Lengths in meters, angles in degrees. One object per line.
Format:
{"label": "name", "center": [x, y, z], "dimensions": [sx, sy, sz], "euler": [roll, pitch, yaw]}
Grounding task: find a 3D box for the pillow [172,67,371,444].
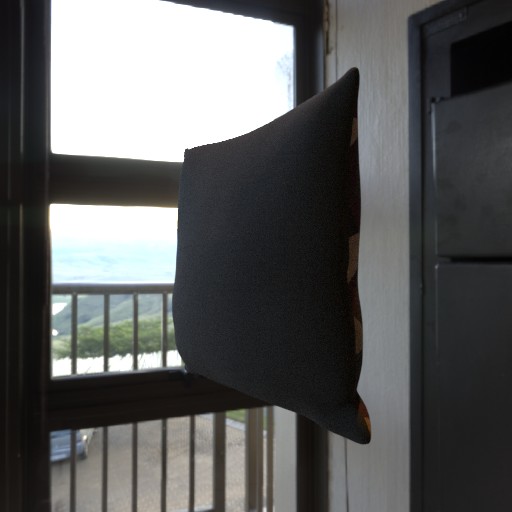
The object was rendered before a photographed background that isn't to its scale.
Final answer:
{"label": "pillow", "center": [0.000, 0.000, 0.777], "dimensions": [0.208, 0.496, 0.503], "euler": [1, -1, -36]}
